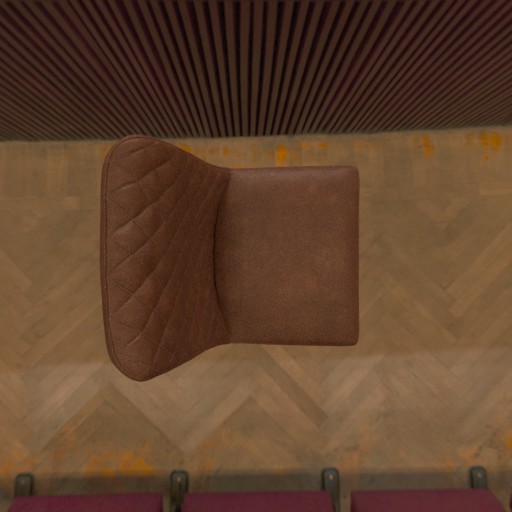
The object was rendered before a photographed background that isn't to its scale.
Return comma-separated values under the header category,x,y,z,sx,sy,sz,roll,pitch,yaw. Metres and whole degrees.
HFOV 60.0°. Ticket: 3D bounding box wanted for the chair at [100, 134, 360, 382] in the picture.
category,x,y,z,sx,sy,sz,roll,pitch,yaw
chair,0.000,0.000,1.238,0.587,0.889,0.508,0,90,-1
